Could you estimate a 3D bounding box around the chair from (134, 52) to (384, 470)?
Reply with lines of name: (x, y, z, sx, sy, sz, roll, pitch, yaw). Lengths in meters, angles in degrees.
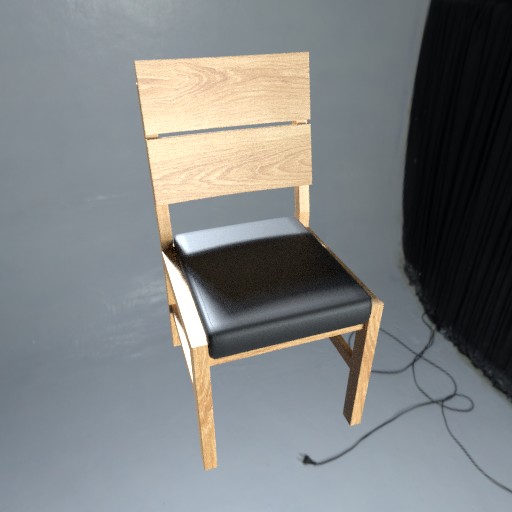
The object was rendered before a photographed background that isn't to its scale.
chair: (0.000, 0.000, 1.225, 0.475, 0.950, 0.569, -10, 34, -16)
